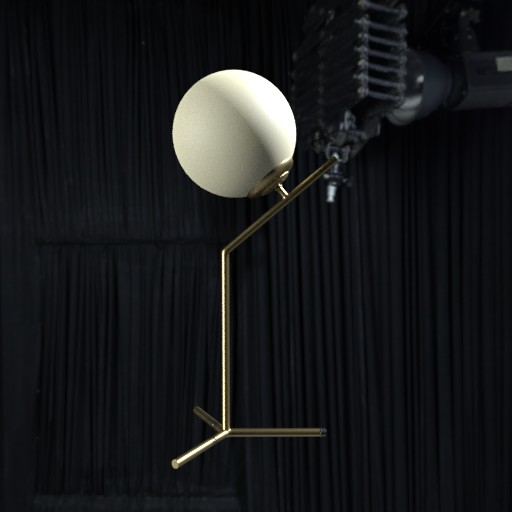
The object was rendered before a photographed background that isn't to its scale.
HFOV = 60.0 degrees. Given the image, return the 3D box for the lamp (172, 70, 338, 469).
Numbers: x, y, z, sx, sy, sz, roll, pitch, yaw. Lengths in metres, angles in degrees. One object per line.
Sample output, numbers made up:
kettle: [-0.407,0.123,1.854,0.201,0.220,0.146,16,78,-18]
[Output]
lamp: [0.000,0.000,0.676,0.251,0.552,0.210,0,0,0]
